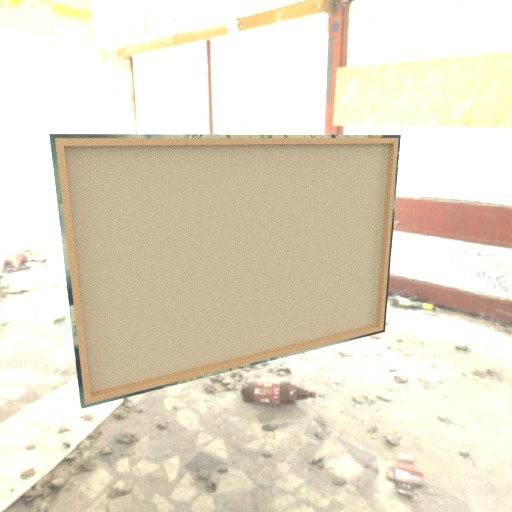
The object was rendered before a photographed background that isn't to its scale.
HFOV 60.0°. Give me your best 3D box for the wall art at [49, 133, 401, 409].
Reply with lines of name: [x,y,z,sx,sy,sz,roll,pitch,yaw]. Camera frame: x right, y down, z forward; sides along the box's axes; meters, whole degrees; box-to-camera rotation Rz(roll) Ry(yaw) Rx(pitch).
wall art: [0.000,0.000,1.434,1.138,0.759,0.035,-8,17,-26]
